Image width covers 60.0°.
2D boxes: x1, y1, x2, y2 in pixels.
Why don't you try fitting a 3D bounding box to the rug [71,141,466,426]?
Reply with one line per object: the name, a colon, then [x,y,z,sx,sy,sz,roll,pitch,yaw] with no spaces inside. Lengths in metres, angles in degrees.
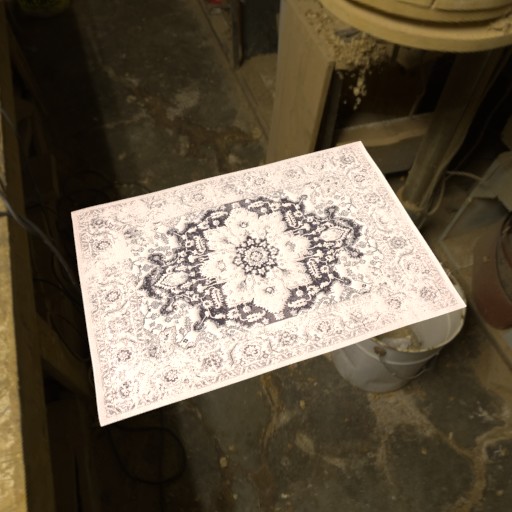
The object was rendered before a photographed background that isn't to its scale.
rug: [0.000,0.000,2.359,1.813,0.008,1.223,-16,59,-10]
